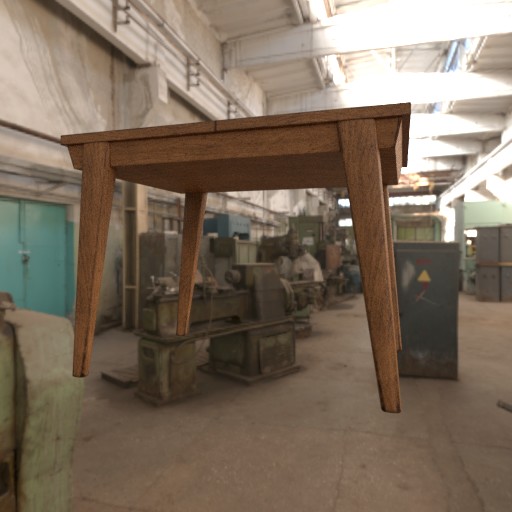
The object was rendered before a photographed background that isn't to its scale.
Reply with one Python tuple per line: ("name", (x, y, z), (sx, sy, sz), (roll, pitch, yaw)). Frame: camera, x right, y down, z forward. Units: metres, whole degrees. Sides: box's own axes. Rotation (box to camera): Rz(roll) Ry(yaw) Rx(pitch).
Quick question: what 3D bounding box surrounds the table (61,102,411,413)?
("table", (0.000, 0.000, 1.583), (1.027, 0.760, 0.757), (0, 1, 18))
